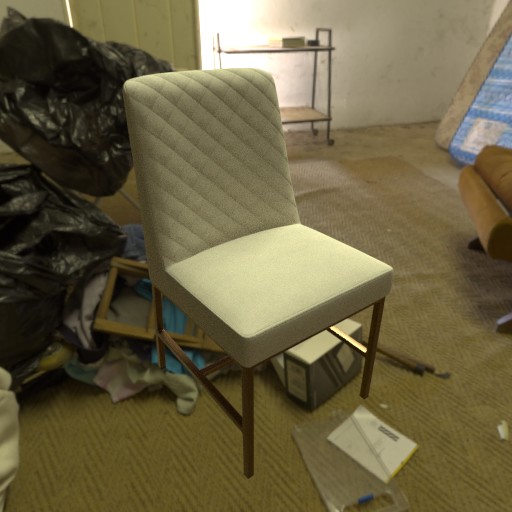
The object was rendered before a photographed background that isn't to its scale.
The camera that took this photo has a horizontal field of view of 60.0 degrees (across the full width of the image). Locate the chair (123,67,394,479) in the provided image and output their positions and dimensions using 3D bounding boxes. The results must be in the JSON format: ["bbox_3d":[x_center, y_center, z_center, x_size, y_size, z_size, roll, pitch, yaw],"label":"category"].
[{"bbox_3d":[0.000,0.000,1.259,0.503,0.933,0.597,-20,35,-32],"label":"chair"}]
